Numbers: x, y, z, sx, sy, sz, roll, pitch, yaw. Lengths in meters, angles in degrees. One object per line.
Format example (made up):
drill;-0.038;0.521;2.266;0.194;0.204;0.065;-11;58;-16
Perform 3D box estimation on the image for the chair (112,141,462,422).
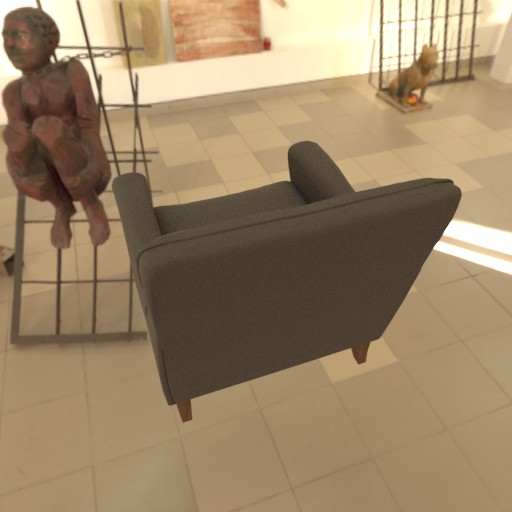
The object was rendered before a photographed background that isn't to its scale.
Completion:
chair;0.000;0.000;1.545;0.836;0.911;0.831;-14;44;-15
